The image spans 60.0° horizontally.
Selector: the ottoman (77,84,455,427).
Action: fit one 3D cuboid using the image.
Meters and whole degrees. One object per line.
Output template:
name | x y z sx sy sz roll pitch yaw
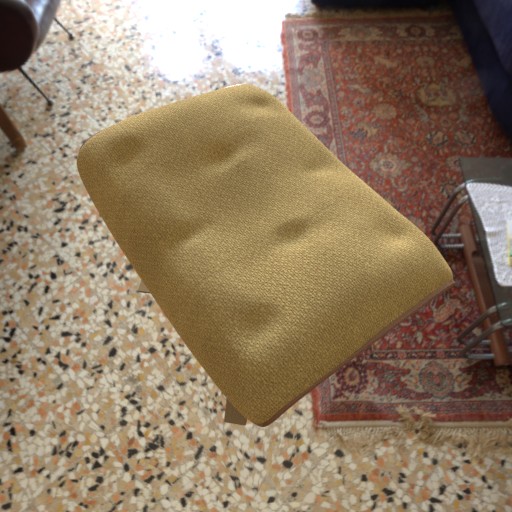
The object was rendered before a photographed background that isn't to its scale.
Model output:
ottoman | 0.000 0.000 0.797 0.394 0.391 0.520 -32 65 -17
